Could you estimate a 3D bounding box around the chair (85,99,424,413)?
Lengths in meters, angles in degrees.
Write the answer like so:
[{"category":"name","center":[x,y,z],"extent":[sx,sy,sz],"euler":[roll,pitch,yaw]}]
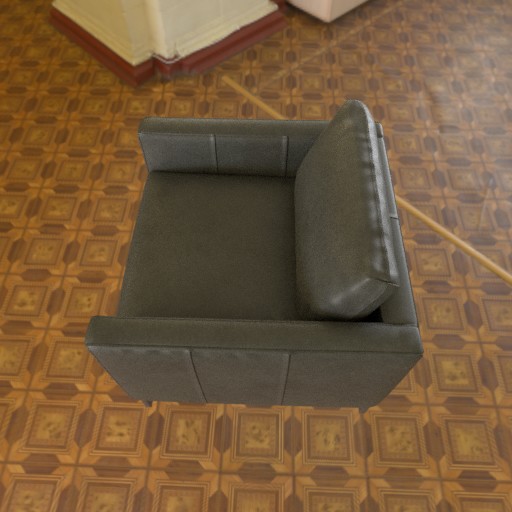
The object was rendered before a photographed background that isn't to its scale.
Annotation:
[{"category":"chair","center":[0.000,0.000,1.469],"extent":[0.861,0.824,0.967],"euler":[1,57,1]}]
